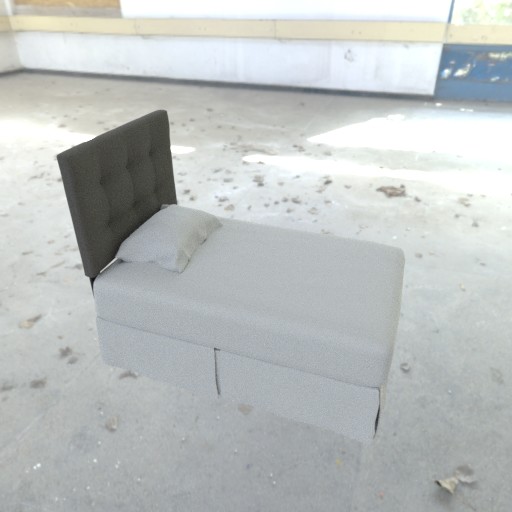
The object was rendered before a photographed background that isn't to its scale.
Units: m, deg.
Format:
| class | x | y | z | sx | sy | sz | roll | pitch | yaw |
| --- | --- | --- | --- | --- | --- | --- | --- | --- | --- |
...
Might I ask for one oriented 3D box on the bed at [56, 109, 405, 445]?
| class | x | y | z | sx | sy | sz | roll | pitch | yaw |
| --- | --- | --- | --- | --- | --- | --- | --- | --- | --- |
| bed | 0.000 | 0.000 | 3.035 | 1.997 | 1.571 | 1.261 | 10 | 33 | 17 |
